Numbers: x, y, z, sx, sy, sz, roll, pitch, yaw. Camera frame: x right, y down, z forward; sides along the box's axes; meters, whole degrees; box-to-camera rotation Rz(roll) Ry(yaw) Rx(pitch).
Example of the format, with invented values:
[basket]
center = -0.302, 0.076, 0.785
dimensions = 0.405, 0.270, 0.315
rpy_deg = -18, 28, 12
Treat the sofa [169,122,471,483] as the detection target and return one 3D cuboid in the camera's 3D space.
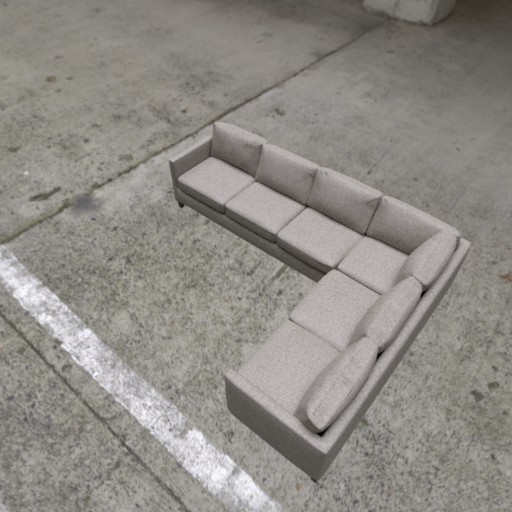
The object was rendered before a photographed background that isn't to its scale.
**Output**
[sofa]
center = 0.000, 0.000, 4.452
dimensions = 3.302, 0.947, 2.593
rpy_deg = 31, 54, 26
